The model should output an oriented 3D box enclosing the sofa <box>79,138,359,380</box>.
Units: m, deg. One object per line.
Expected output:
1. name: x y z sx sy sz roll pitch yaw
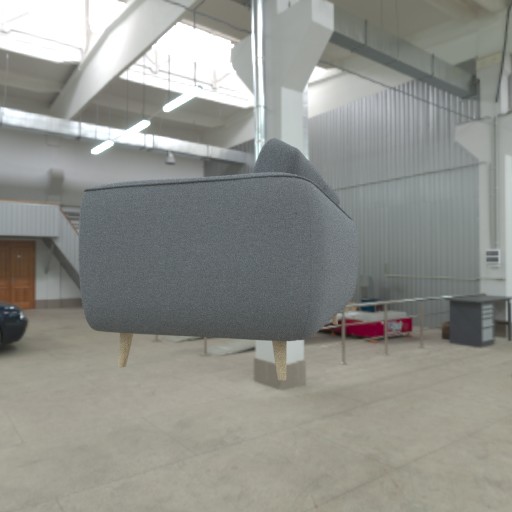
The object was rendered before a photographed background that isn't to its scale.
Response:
1. sofa: 0.000 0.000 2.246 0.920 0.850 1.700 0 -1 17
